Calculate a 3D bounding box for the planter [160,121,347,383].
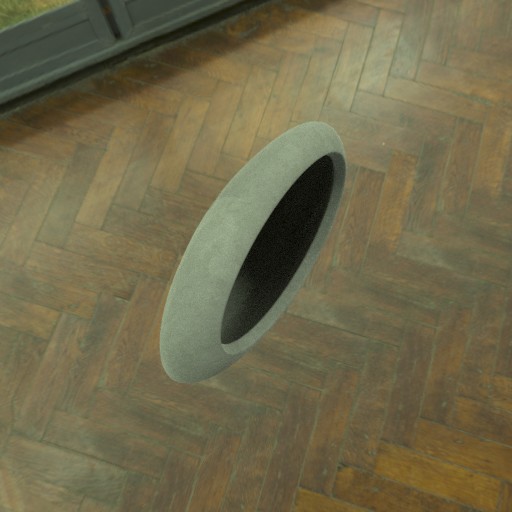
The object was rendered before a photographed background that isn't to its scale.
[{"bbox_3d":[0.000,0.000,0.290,0.071,0.188,0.185,31,78,7],"label":"planter"}]
